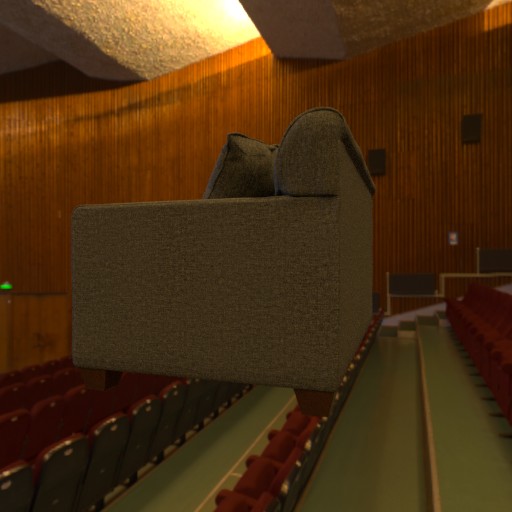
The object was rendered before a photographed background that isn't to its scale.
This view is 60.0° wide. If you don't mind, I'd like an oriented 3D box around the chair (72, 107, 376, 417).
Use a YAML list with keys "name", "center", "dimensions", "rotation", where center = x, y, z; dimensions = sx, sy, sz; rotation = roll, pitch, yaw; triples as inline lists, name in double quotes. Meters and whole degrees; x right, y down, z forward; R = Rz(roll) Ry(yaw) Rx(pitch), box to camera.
- name: "chair"
  center: [0.000, 0.000, 2.064]
  dimensions: [1.000, 0.948, 1.383]
  rotation: [0, 0, 19]
